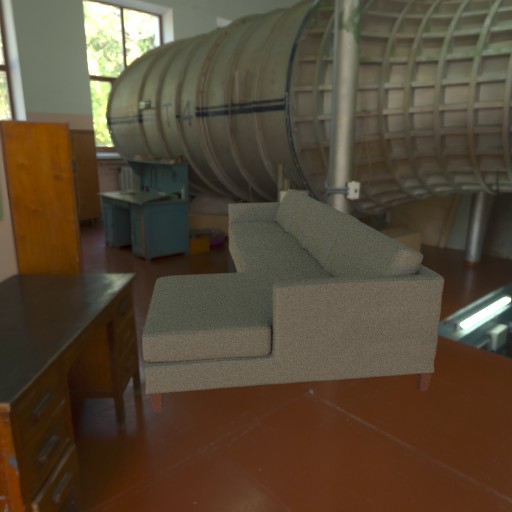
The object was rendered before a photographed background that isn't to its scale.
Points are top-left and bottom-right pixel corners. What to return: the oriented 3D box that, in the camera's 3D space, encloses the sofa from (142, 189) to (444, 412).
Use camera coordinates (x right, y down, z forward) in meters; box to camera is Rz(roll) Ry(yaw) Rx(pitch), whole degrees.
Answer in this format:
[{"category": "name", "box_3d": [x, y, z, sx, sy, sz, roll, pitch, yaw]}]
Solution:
[{"category": "sofa", "box_3d": [0.000, 0.000, 3.841, 1.625, 0.861, 3.186, -2, 15, -8]}]
